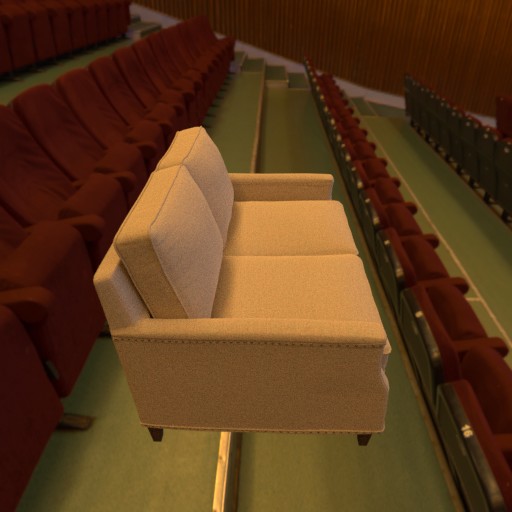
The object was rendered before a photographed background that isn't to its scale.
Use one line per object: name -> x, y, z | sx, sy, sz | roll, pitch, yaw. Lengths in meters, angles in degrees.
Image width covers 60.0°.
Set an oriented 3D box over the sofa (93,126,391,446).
sofa -> 0.000, 0.000, 2.281 | 1.084, 1.003, 1.597 | 1, 31, 1
